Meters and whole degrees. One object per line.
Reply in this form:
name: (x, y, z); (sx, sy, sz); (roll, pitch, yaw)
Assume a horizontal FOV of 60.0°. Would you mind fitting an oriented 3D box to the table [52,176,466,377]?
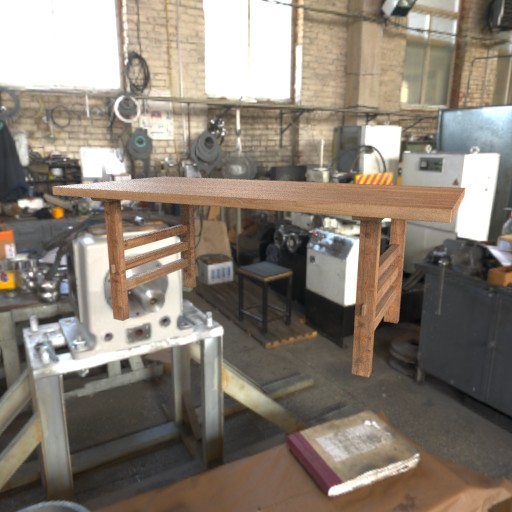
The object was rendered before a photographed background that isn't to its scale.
table: (0.000, 0.000, 2.466); (2.003, 0.760, 0.952); (7, 15, 26)
